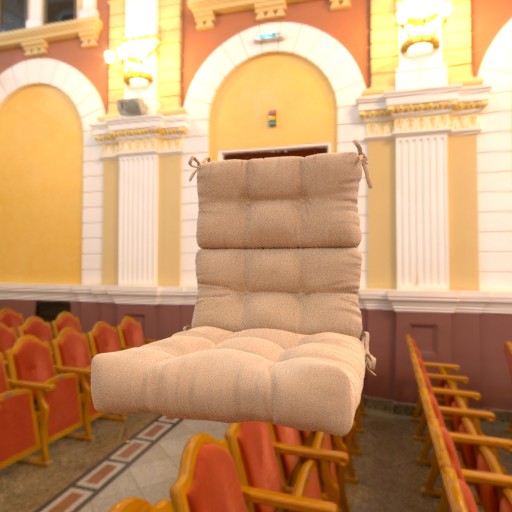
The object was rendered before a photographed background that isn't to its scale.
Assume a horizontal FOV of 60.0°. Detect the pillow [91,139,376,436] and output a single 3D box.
[{"bbox_3d":[0.000,0.000,1.005,0.519,0.605,0.571,0,-1,17],"label":"pillow"}]
